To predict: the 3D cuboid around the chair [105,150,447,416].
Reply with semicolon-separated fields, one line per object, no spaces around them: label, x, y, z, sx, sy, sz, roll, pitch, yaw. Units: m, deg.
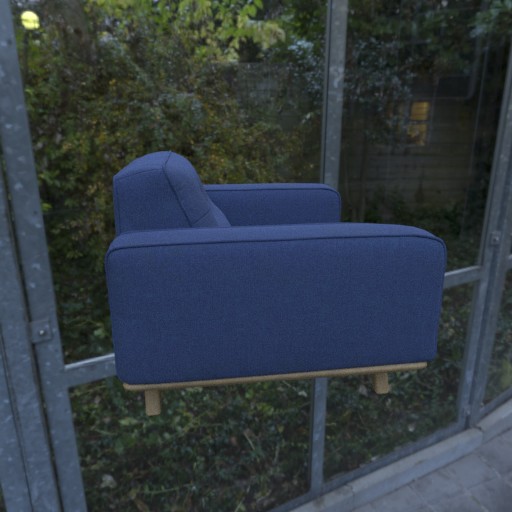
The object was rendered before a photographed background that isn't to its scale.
chair;0.000;0.000;1.739;0.953;0.783;1.118;-3;17;-8
